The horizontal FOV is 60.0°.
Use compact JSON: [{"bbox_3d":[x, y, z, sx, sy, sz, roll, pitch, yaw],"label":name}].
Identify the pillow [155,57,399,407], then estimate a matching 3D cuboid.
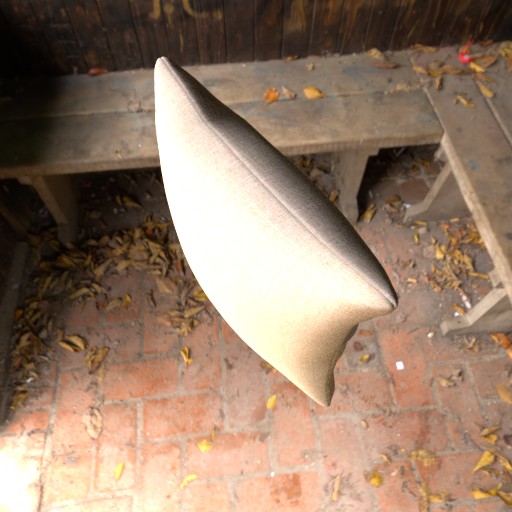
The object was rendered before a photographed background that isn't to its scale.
[{"bbox_3d":[0.000,0.000,0.631,0.173,0.399,0.414,-31,64,-17],"label":"pillow"}]
